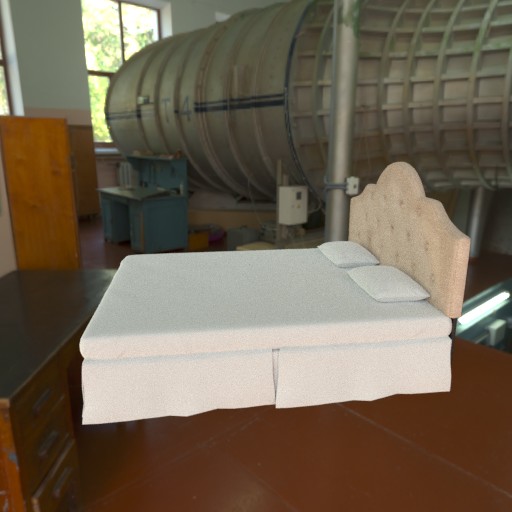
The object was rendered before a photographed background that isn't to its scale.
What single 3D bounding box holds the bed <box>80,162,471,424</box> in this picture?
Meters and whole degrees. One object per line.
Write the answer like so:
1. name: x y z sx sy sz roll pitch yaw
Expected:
1. bed: 0.000 0.000 2.902 1.970 1.194 1.667 -2 15 -8
